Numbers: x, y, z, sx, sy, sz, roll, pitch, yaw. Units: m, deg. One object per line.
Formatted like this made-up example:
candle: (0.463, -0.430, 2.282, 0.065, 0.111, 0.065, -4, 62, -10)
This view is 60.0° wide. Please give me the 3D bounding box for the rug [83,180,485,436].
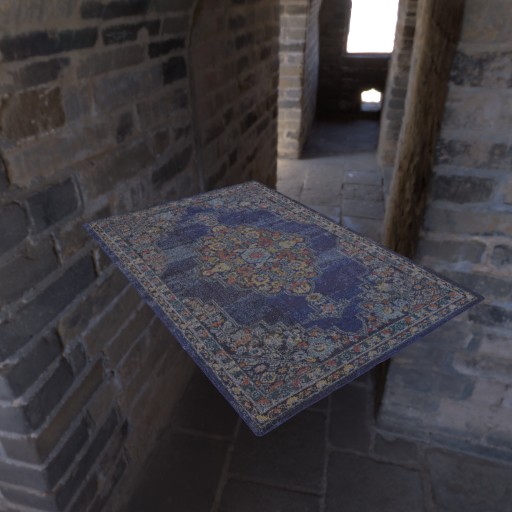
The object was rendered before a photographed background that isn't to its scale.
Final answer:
rug: (0.000, 0.000, 3.759, 2.053, 0.011, 2.940, -20, 36, -30)
